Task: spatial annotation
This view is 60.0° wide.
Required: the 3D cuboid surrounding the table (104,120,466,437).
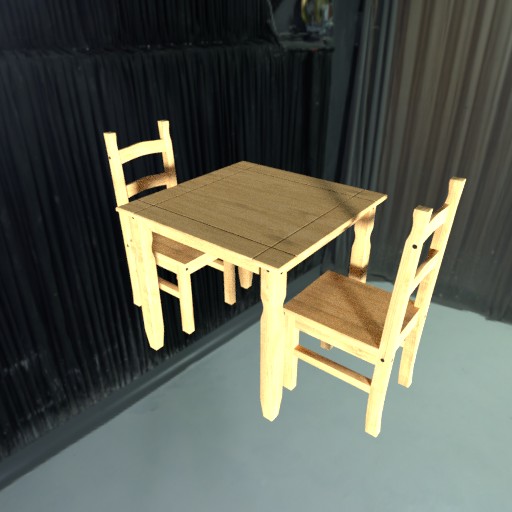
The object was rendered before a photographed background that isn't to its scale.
[{"bbox_3d":[0.000,0.000,1.990,1.501,0.942,0.813,21,35,33],"label":"table"}]
